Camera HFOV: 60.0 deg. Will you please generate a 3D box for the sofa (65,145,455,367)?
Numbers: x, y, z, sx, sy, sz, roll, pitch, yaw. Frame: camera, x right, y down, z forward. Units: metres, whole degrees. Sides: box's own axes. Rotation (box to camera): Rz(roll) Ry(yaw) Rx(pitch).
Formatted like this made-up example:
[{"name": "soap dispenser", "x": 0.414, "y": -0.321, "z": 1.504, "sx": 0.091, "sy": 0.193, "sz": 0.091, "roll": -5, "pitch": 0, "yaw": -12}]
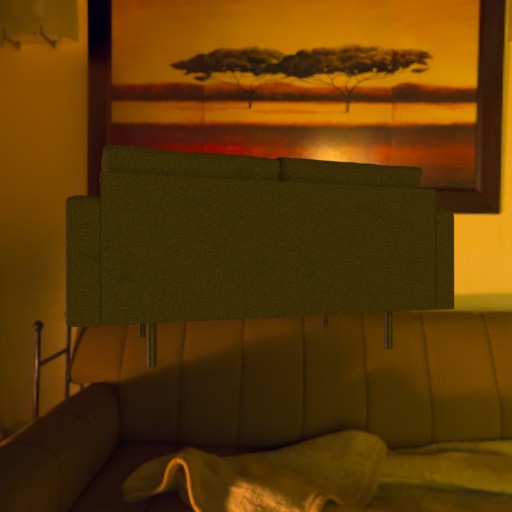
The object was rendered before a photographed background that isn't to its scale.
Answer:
[{"name": "sofa", "x": 0.000, "y": 0.000, "z": 2.281, "sx": 1.730, "sy": 0.897, "sz": 0.889, "roll": 0, "pitch": 0, "yaw": -18}]
